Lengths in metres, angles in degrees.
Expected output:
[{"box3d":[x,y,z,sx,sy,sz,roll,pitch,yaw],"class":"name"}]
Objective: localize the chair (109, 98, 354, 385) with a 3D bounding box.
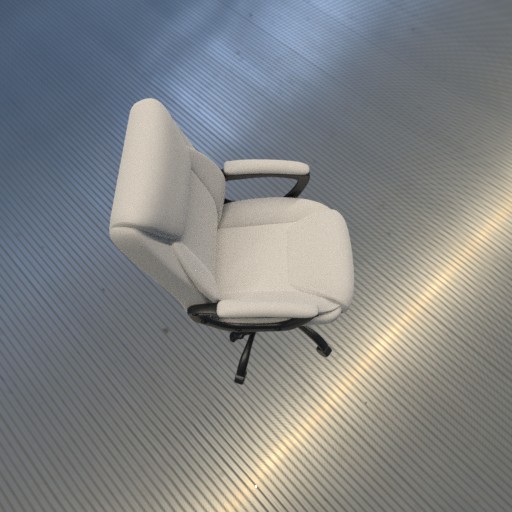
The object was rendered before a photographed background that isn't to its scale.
[{"box3d":[0.000,0.000,1.513,0.669,1.065,0.663,0,63,0],"class":"chair"}]
